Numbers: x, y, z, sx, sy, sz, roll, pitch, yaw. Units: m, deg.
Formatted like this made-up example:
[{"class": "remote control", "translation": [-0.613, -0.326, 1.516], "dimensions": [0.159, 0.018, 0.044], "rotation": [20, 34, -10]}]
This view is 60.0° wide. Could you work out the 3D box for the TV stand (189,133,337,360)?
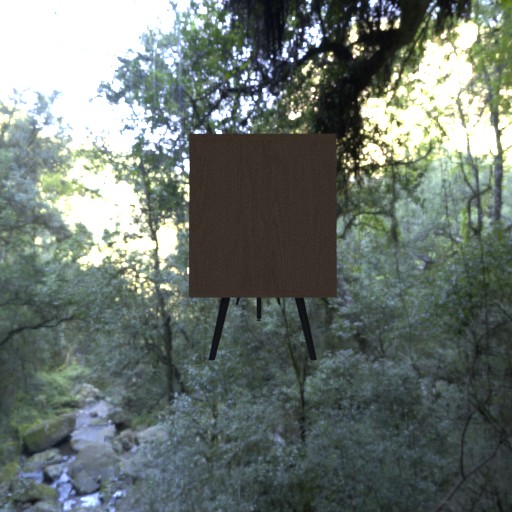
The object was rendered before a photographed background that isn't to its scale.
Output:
[{"class": "TV stand", "translation": [0.000, 0.000, 1.989], "dimensions": [0.400, 0.580, 1.760], "rotation": [0, -1, 0]}]
